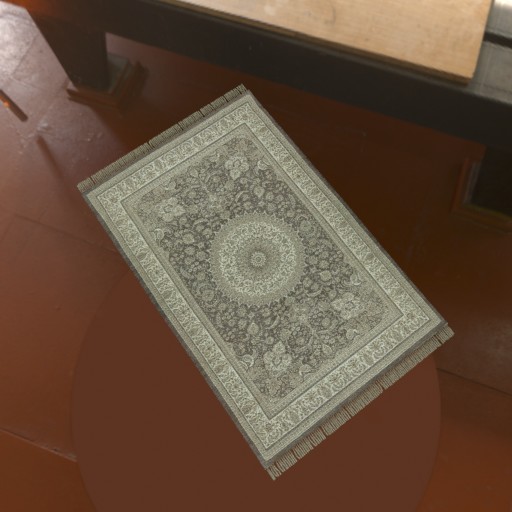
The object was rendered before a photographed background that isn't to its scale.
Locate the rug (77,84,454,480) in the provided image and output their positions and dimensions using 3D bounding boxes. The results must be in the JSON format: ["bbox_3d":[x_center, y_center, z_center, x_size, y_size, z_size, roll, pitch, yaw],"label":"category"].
[{"bbox_3d":[0.000,0.000,4.366,2.143,0.015,3.422,-35,76,-10],"label":"rug"}]
